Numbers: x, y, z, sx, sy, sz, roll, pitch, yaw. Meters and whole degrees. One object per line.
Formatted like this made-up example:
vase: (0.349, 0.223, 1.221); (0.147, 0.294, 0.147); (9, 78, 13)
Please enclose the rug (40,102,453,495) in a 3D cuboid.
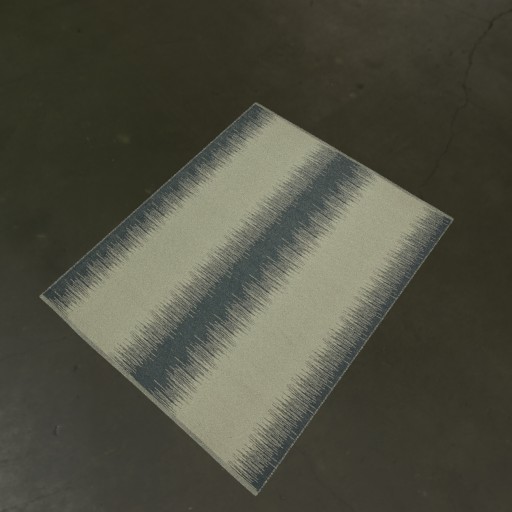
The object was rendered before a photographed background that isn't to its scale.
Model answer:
rug: (0.000, 0.000, 4.074); (2.453, 0.004, 3.037); (36, 68, 17)
